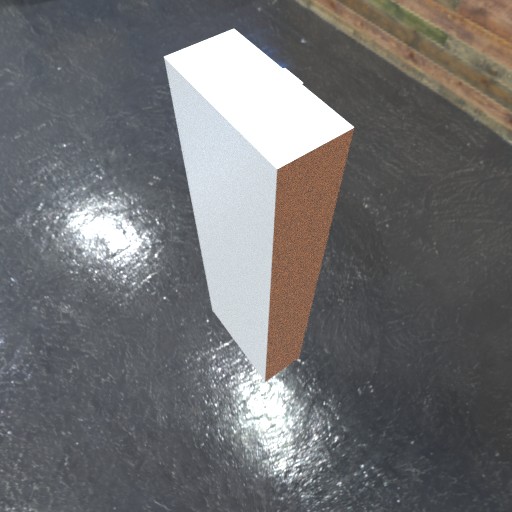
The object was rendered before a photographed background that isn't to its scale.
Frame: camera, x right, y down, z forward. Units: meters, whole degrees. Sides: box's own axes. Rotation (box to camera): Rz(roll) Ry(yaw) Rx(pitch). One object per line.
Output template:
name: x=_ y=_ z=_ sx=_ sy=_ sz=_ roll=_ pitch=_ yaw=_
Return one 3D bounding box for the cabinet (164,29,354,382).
cabinet: x=0.000 y=0.000 z=1.844 sx=0.255 sy=1.630 sz=0.520 roll=-31 pitch=63 yaw=-18
